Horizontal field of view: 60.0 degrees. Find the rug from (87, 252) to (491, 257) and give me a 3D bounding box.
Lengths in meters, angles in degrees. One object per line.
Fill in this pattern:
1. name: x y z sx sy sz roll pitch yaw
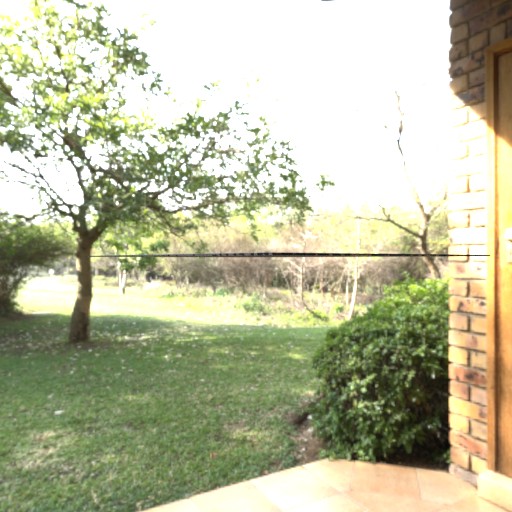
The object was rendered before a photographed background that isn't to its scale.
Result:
1. rug: 0.000 0.000 2.325 1.220 0.007 1.828 0 0 -36
